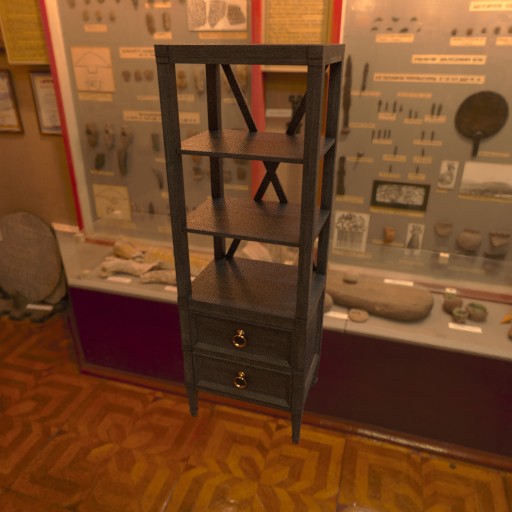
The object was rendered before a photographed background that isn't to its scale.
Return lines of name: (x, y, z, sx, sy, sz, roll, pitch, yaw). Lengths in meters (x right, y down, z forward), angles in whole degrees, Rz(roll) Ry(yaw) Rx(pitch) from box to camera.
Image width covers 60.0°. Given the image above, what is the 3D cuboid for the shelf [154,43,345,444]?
shelf: (0.000, 0.000, 2.003, 0.584, 1.727, 0.472, 8, 27, 17)
